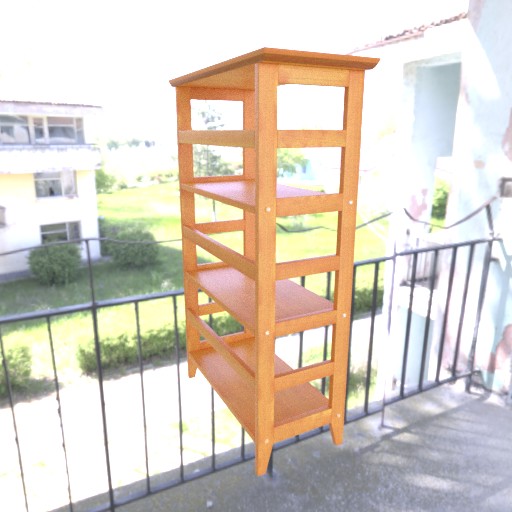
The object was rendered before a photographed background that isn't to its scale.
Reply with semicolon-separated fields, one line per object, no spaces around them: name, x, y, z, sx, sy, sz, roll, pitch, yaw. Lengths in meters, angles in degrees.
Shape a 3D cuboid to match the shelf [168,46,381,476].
shelf;0.000;0.000;1.375;0.305;1.067;0.660;-8;17;-26
